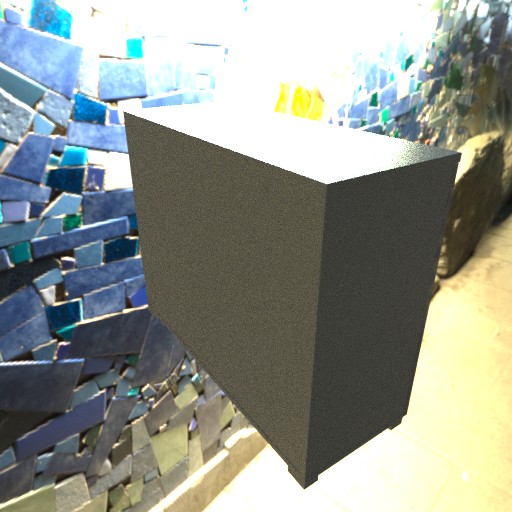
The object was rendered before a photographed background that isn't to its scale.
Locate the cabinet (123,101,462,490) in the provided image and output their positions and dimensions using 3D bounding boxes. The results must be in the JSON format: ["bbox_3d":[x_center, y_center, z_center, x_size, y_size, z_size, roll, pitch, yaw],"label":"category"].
[{"bbox_3d":[0.000,0.000,1.409,0.400,0.800,1.000,-17,31,-31],"label":"cabinet"}]
